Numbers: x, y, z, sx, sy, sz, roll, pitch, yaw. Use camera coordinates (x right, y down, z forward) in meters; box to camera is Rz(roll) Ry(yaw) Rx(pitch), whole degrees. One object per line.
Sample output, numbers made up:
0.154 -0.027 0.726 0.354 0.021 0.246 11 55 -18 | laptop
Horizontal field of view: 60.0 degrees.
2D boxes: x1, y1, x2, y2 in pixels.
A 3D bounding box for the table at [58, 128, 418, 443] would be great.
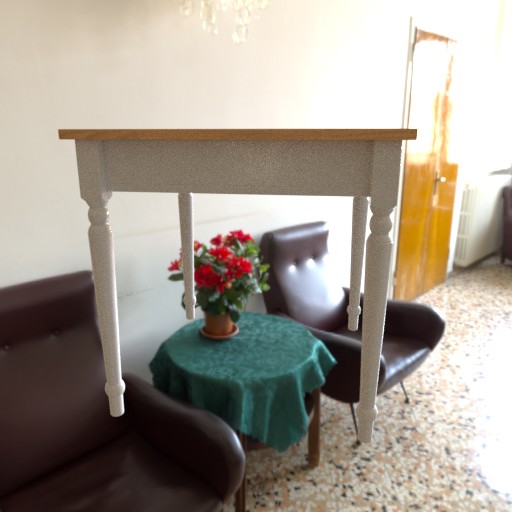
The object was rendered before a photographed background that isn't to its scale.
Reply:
0.000 0.000 1.353 0.747 0.738 0.747 2 16 9 | table
